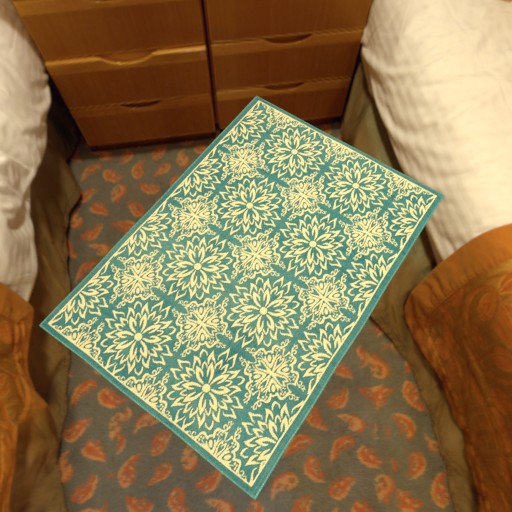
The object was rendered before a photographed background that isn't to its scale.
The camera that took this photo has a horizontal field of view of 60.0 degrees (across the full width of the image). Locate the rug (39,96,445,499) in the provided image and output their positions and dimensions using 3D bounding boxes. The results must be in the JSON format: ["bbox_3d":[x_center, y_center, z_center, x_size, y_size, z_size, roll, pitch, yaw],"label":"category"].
[{"bbox_3d":[0.000,0.000,2.788,1.554,0.012,2.205,33,69,14],"label":"rug"}]
